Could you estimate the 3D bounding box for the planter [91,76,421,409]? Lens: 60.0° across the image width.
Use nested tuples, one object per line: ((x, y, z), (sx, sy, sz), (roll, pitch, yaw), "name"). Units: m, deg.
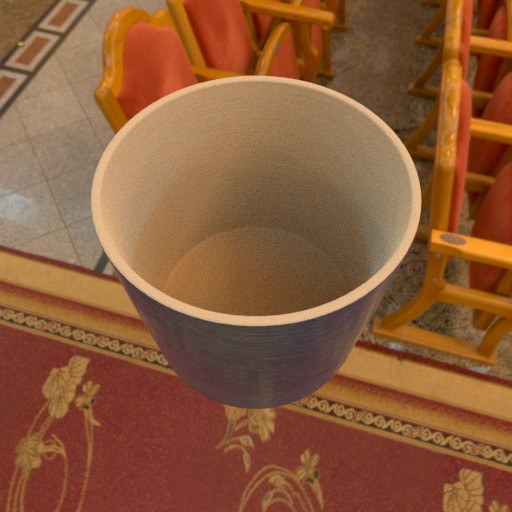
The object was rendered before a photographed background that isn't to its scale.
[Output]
((0.000, 0.000, 0.386), (0.221, 0.201, 0.221), (0, 57, 0), "planter")
